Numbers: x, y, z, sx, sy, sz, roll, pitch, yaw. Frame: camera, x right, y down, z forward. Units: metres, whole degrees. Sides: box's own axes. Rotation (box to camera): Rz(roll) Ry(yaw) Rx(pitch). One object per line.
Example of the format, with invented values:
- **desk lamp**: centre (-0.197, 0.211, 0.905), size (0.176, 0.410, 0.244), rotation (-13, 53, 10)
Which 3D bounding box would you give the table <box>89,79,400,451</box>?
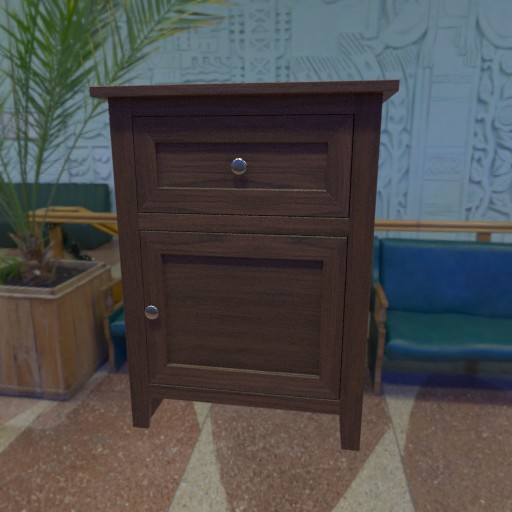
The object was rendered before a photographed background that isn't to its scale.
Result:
- **table**: centre (0.000, 0.000, 0.932), size (0.480, 0.636, 0.381), rotation (2, 14, 9)
